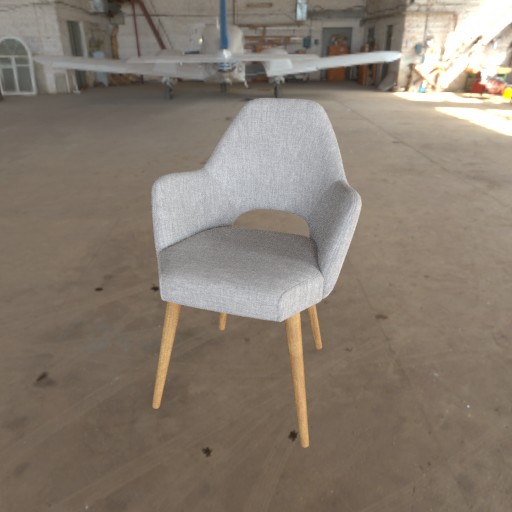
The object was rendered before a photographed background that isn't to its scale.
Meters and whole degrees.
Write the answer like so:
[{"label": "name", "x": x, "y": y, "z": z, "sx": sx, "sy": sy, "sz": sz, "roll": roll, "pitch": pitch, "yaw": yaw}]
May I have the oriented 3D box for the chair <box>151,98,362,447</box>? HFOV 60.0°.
[{"label": "chair", "x": 0.000, "y": 0.000, "z": 1.330, "sx": 0.590, "sy": 0.840, "sz": 0.610, "roll": 8, "pitch": 27, "yaw": 16}]
